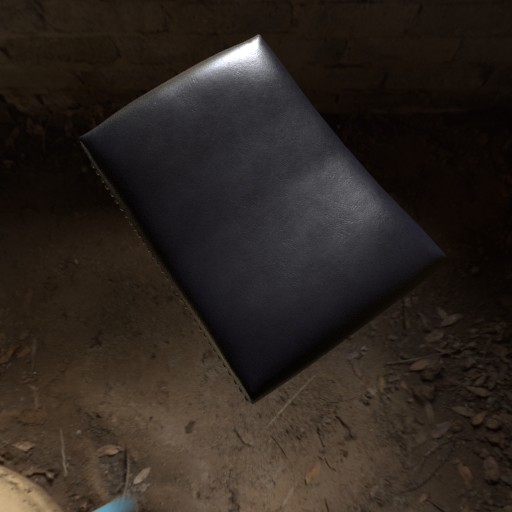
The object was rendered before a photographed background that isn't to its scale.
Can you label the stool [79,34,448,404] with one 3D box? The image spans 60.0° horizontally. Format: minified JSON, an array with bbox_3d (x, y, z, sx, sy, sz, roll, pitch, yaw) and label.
[{"bbox_3d":[0.000,0.000,1.011,0.372,0.742,0.504,-34,77,-9],"label":"stool"}]
